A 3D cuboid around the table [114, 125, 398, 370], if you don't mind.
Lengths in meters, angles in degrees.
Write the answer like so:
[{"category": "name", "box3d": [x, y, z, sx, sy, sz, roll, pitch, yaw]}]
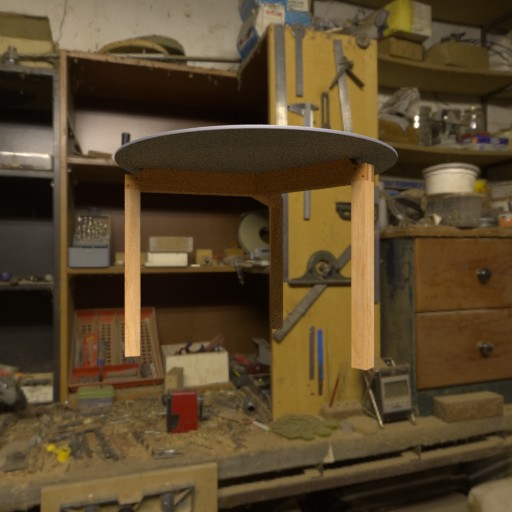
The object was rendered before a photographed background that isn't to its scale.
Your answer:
[{"category": "table", "box3d": [0.000, 0.000, 0.985, 0.600, 0.405, 0.600, 0, 0, 0]}]
